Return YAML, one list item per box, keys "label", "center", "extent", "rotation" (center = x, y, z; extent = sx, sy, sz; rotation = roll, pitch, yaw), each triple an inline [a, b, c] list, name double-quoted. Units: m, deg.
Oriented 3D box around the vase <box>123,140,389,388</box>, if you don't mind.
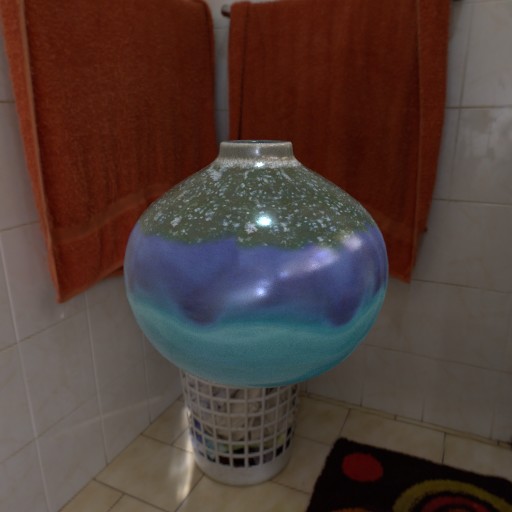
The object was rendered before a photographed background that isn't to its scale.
- label: "vase"
  center: [0.000, 0.000, 0.266]
  extent: [0.154, 0.133, 0.154]
  rotation: [0, 17, 0]
